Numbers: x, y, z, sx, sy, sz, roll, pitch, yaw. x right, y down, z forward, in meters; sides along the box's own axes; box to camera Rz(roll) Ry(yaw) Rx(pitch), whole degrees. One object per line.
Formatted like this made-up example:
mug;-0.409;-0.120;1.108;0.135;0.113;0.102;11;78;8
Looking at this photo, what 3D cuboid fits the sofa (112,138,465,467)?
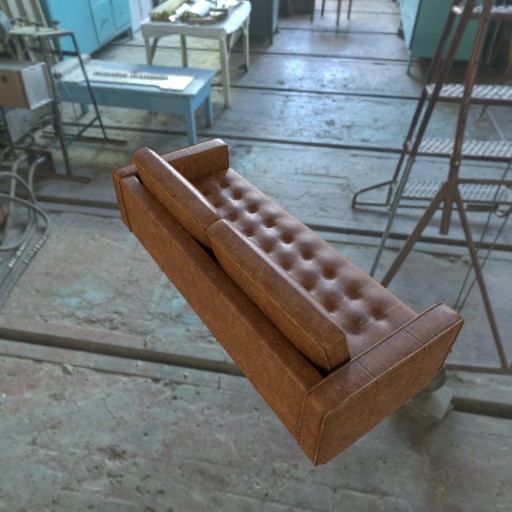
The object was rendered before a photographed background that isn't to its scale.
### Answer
sofa;0.000;0.000;2.633;0.886;0.779;2.199;-25;47;-25
